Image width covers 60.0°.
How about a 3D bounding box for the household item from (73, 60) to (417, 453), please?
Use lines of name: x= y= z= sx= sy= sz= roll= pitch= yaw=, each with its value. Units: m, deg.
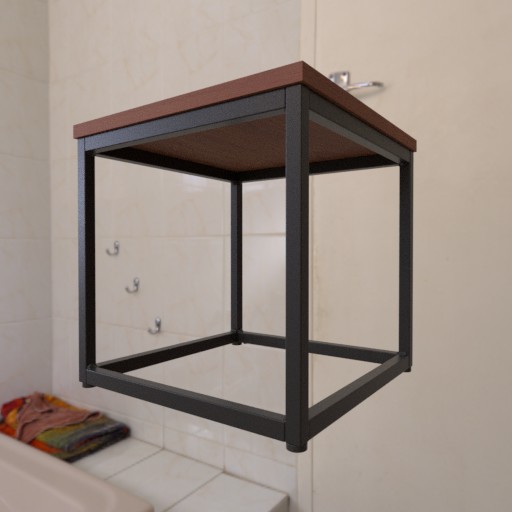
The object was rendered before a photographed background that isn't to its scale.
household item: x=0.000 y=0.000 z=0.726 sx=0.400 sy=0.400 sz=0.400 roll=1 pitch=1 yaw=36
